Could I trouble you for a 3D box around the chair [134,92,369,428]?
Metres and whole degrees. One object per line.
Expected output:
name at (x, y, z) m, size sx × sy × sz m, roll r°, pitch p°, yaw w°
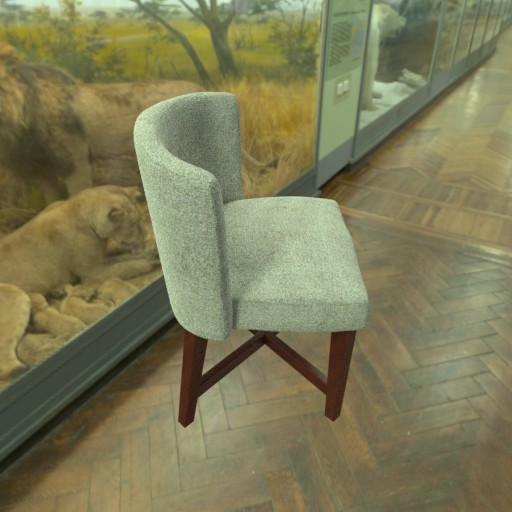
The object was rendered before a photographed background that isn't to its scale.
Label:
chair at (0.000, 0.000, 1.298) m, size 0.575 × 0.827 × 0.728 m, roll 1°, pitch 32°, yaw 1°
